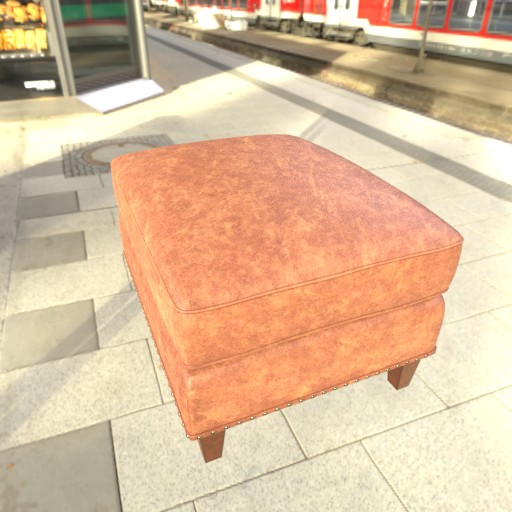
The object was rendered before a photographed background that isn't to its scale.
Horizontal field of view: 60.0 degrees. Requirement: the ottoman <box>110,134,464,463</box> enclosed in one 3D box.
[{"bbox_3d":[0.000,0.000,1.121,0.586,0.486,0.742,-13,33,-20],"label":"ottoman"}]
